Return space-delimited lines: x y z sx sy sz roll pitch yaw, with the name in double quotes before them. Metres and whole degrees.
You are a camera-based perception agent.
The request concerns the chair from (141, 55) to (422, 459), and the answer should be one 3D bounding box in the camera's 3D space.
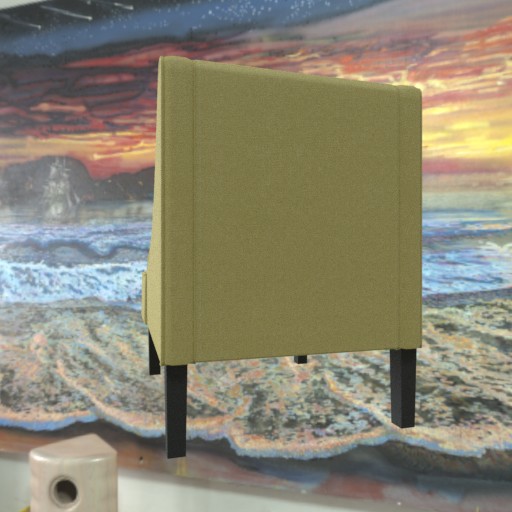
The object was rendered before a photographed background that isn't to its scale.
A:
"chair" 0.000 0.000 1.441 0.696 0.896 0.814 0 0 -17
